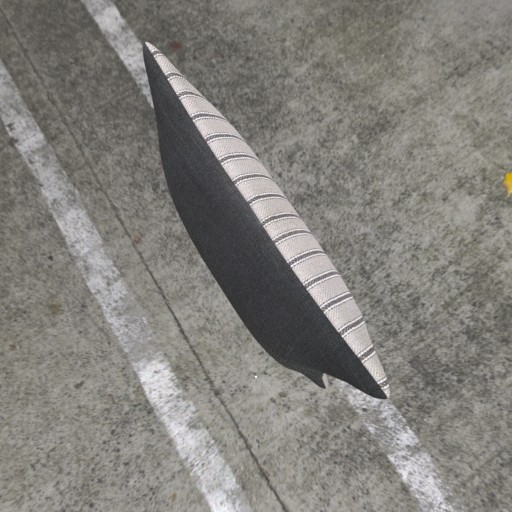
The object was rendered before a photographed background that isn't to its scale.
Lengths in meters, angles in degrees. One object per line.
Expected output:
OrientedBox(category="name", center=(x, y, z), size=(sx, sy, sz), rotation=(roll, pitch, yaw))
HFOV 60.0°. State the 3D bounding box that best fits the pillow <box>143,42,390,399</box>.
OrientedBox(category="pillow", center=(0.000, 0.000, 0.667), size=(0.138, 0.444, 0.468), rotation=(-32, 77, -8))
